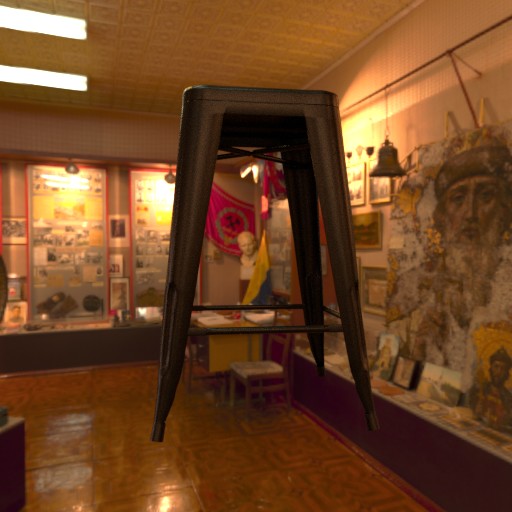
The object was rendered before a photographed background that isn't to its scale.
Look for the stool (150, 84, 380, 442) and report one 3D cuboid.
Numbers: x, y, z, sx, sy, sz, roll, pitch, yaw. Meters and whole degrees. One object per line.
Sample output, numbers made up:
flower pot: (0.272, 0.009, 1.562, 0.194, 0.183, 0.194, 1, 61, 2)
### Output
stool: (0.000, 0.000, 0.920, 0.455, 0.609, 0.423, 0, 1, -19)
